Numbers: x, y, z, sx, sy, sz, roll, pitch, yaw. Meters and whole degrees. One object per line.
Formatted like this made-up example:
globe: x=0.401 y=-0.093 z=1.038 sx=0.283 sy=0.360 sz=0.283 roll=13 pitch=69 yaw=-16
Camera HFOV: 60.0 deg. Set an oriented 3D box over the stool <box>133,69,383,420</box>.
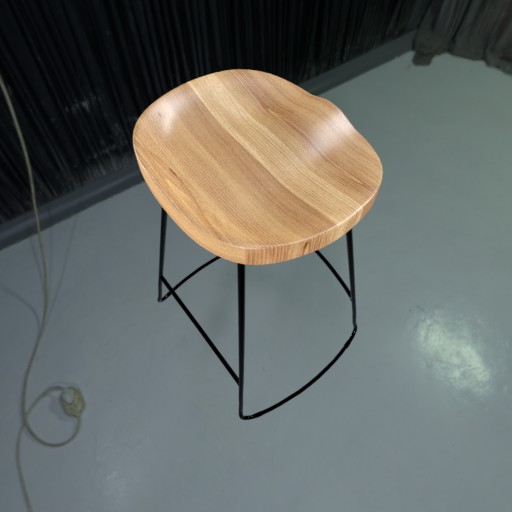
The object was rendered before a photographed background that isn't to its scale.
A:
stool: x=0.000 y=0.000 z=0.983 sx=0.401 sy=0.679 sz=0.480 roll=-33 pitch=63 yaw=-19
